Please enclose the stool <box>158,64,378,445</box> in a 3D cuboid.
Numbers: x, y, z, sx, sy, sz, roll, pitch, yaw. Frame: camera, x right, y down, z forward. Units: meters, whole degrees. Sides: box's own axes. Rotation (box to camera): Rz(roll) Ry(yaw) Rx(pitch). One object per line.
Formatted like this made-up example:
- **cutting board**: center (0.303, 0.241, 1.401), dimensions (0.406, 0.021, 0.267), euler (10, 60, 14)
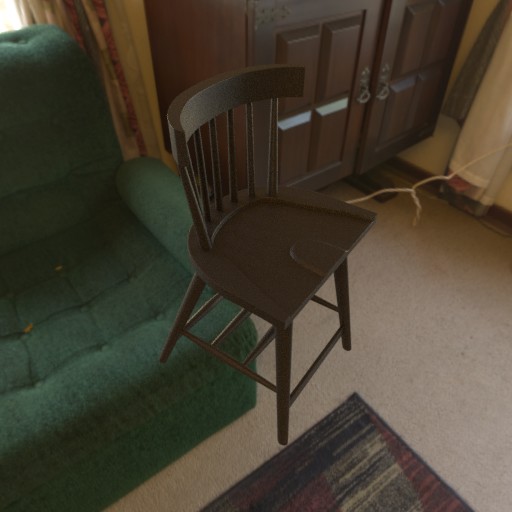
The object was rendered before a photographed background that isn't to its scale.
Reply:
- **stool**: center (0.000, 0.000, 1.302), dimensions (0.549, 0.953, 0.494), euler (25, 47, 26)
